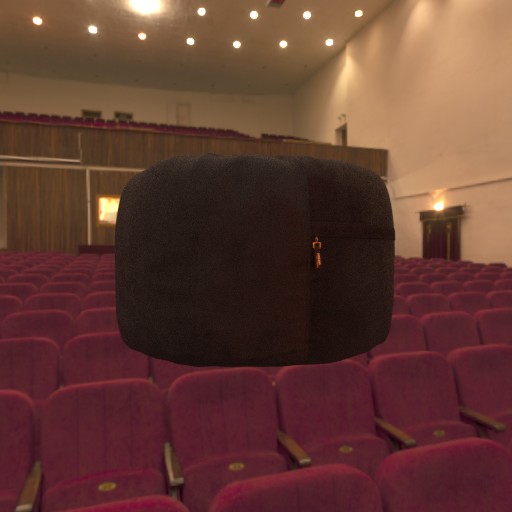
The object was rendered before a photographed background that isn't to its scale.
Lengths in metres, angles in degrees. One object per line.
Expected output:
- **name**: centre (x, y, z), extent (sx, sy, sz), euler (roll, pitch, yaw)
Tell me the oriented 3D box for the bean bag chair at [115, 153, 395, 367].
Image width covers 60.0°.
- **bean bag chair**: centre (0.000, 0.000, 2.007), extent (1.219, 0.762, 1.219), euler (0, 0, 0)
